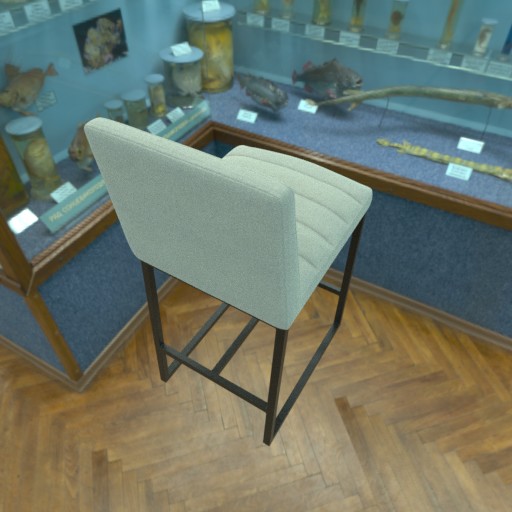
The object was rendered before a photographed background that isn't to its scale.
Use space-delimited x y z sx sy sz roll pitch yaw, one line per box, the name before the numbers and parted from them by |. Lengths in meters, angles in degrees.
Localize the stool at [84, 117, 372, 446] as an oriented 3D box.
stool | 0.000 0.000 1.262 0.459 0.971 0.567 24 50 22
